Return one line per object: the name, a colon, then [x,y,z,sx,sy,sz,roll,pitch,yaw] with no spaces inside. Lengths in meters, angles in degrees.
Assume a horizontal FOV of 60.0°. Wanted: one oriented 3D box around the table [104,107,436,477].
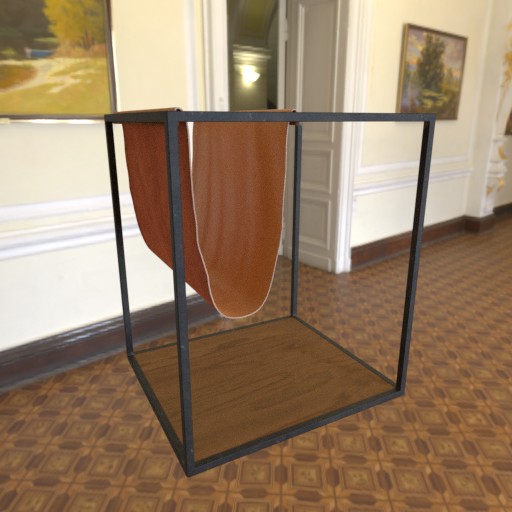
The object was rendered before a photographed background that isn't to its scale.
table: [0.000,0.000,0.862,0.450,0.536,0.399,-9,19,-27]
